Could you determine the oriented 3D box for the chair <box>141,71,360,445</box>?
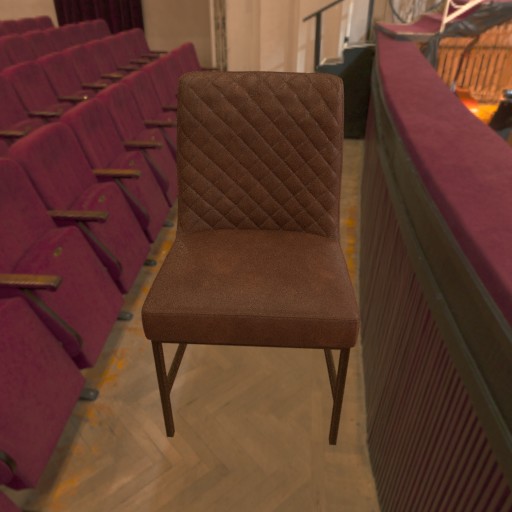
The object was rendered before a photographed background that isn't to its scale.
[{"bbox_3d":[0.000,0.000,1.247,0.508,0.889,0.587,2,31,3],"label":"chair"}]
